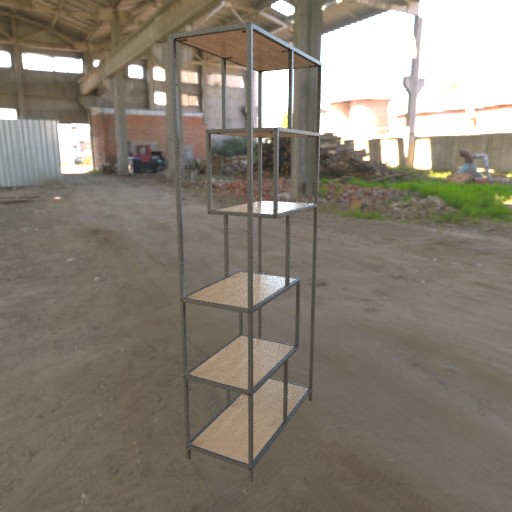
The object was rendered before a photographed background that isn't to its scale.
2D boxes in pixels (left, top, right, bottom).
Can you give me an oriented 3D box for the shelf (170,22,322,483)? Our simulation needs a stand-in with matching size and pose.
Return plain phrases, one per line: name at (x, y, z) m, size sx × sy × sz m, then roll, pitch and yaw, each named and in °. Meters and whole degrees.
shelf at (0.000, 0.000, 2.148) m, size 0.350 × 1.850 × 0.770 m, roll 6°, pitch 14°, yaw 26°
